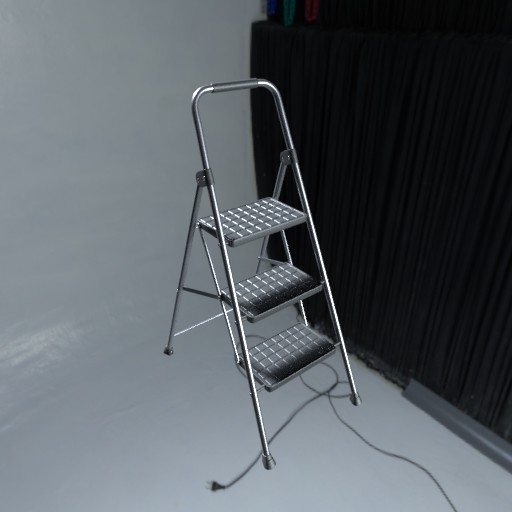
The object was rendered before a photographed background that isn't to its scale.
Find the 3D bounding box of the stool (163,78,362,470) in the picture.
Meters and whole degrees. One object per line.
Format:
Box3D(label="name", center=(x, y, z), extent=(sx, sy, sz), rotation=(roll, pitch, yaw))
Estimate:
Box3D(label="stool", center=(0.000, 0.000, 1.540), extent=(0.473, 1.121, 0.733), rotation=(-21, 36, -32))
